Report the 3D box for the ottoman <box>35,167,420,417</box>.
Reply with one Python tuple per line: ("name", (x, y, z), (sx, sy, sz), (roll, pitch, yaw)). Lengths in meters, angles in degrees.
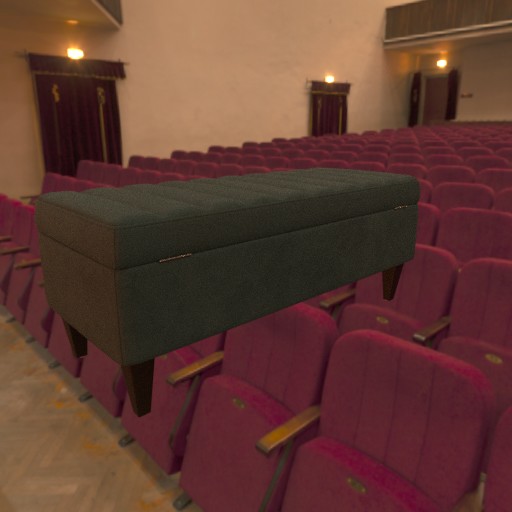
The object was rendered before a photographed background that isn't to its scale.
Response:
("ottoman", (0.000, 0.000, 1.401), (1.151, 0.469, 0.482), (-14, 22, -40))
